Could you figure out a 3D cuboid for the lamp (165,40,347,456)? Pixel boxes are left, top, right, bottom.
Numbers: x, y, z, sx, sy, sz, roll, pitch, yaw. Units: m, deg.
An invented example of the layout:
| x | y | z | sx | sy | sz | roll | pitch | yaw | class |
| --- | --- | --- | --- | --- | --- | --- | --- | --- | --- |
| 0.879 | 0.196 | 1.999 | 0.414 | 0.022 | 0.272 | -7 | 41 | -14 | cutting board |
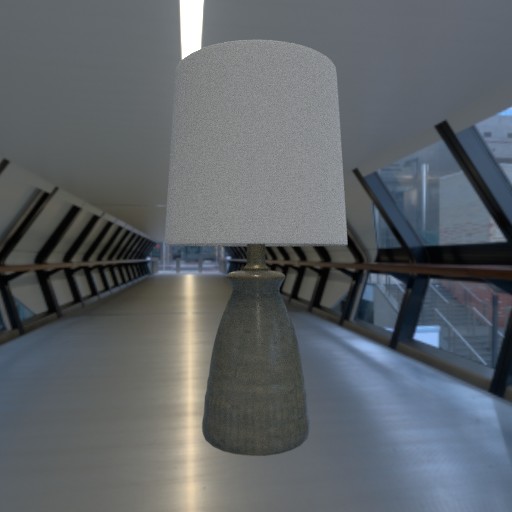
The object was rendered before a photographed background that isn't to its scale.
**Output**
| x | y | z | sx | sy | sz | roll | pitch | yaw | class |
| --- | --- | --- | --- | --- | --- | --- | --- | --- | --- |
| 0.000 | 0.000 | 0.460 | 0.186 | 0.369 | 0.186 | 0 | 1 | 0 | lamp |
